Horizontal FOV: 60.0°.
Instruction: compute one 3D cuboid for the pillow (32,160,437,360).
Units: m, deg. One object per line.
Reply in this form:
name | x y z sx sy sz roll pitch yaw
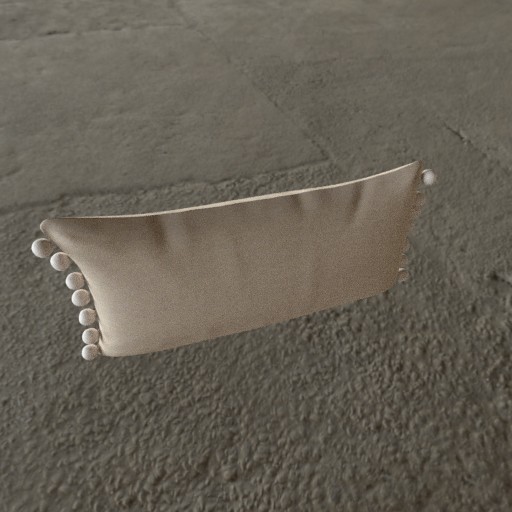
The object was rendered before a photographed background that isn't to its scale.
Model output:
pillow | 0.000 0.000 0.830 0.709 0.322 0.201 -12 42 -14
